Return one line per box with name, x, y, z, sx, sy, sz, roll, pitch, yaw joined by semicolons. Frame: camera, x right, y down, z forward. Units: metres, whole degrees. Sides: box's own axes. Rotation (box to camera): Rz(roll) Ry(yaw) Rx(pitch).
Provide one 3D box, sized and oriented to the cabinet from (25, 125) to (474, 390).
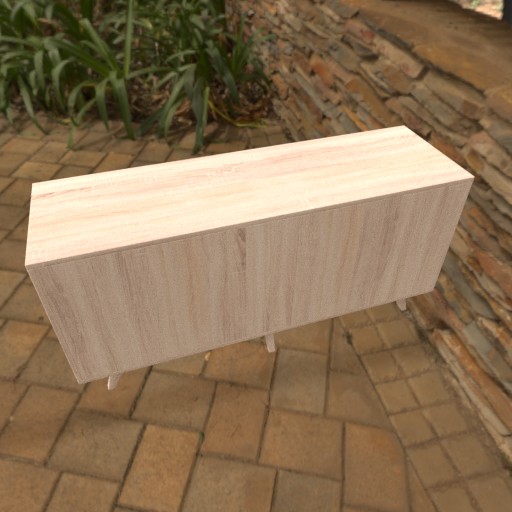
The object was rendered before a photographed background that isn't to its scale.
cabinet;0.000;0.000;1.980;1.650;0.780;0.500;-12;42;-14
